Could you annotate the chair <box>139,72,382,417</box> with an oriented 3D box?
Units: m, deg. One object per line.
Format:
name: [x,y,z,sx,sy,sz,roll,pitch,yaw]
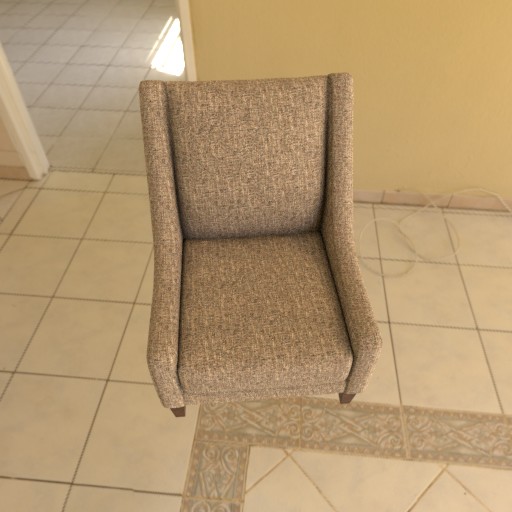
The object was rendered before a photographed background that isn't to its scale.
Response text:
chair: [0.000,0.000,1.658,0.774,1.014,0.870,-3,47,-3]
